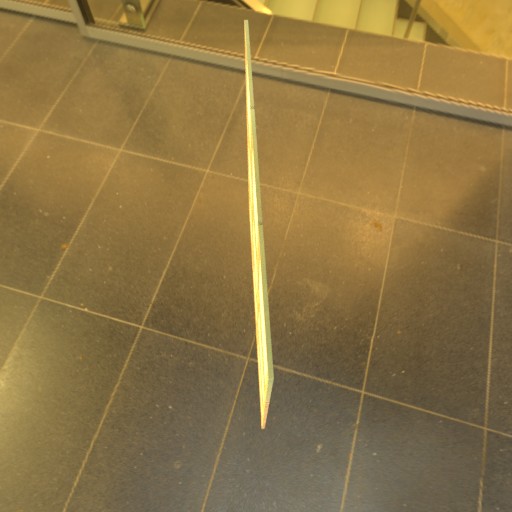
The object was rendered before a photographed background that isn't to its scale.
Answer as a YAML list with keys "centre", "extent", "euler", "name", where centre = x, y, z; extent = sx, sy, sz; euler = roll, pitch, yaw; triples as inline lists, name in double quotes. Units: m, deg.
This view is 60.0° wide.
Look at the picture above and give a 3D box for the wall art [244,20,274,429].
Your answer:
- centre: [0.000, 0.000, 1.805]
  extent: [0.013, 1.219, 1.214]
  euler: [-3, 64, -1]
  name: "wall art"
